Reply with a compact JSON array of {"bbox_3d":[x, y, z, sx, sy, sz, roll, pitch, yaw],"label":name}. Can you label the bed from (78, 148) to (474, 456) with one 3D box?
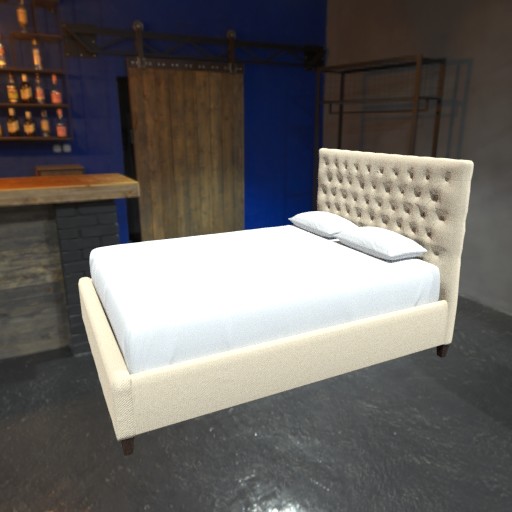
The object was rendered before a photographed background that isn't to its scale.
[{"bbox_3d":[0.000,0.000,3.285,2.387,1.427,1.698,-8,18,-25],"label":"bed"}]
